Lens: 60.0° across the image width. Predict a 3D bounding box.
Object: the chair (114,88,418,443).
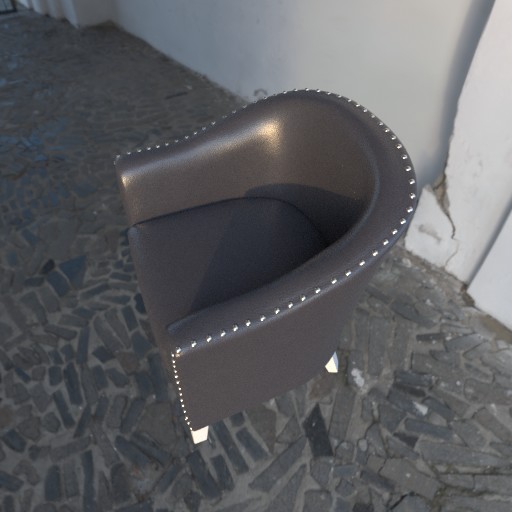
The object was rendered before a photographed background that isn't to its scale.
[{"bbox_3d":[0.000,0.000,1.422,0.748,0.823,0.794,-16,49,-14],"label":"chair"}]
